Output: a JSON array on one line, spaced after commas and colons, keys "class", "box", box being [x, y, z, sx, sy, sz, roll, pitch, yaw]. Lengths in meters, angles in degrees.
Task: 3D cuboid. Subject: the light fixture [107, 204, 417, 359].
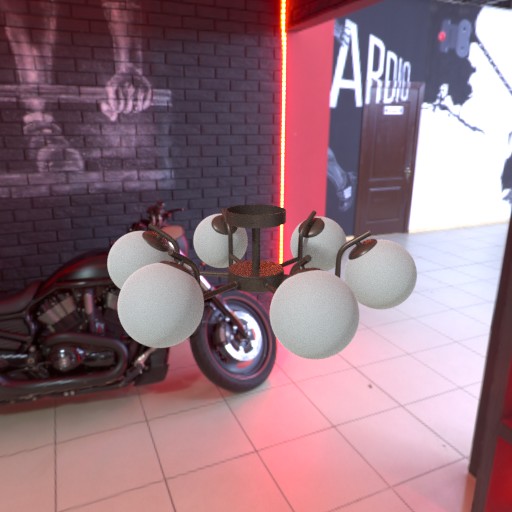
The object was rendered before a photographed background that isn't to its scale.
[{"class": "light fixture", "box": [0.000, 0.000, 0.946, 0.662, 0.201, 0.662, 0, 16, 0]}]
